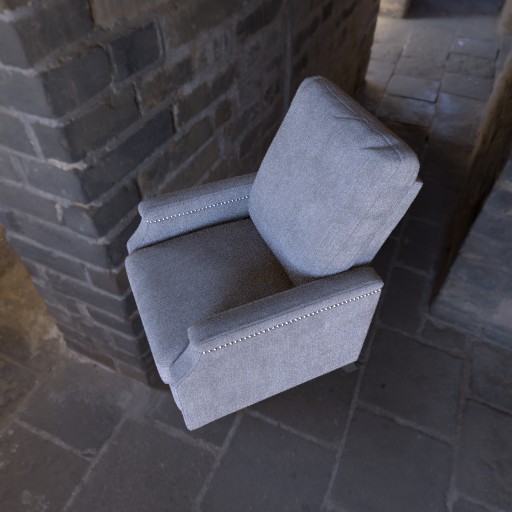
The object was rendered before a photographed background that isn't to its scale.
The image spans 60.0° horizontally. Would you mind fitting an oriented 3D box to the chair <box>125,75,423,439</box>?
[{"bbox_3d":[0.000,0.000,1.655,0.922,1.049,0.710,-18,50,-16],"label":"chair"}]
